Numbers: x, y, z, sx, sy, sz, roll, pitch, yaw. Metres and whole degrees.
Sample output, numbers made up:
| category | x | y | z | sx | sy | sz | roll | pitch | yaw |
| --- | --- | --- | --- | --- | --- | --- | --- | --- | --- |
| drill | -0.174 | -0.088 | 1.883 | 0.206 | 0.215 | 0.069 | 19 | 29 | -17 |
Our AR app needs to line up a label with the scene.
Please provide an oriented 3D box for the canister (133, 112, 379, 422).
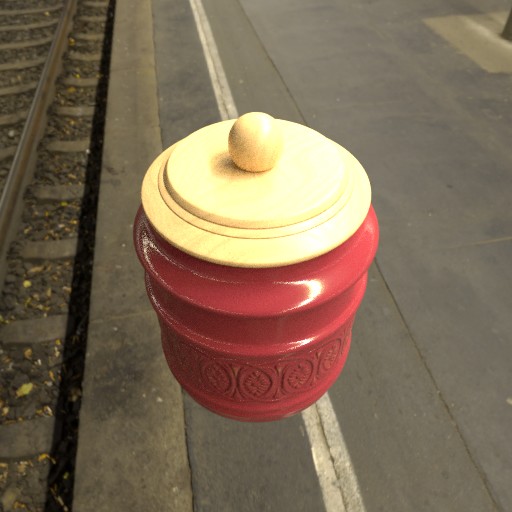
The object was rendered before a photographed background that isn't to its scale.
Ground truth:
| category | x | y | z | sx | sy | sz | roll | pitch | yaw |
| --- | --- | --- | --- | --- | --- | --- | --- | --- | --- |
| canister | 0.000 | 0.000 | 0.259 | 0.130 | 0.176 | 0.130 | 0 | 46 | 0 |
